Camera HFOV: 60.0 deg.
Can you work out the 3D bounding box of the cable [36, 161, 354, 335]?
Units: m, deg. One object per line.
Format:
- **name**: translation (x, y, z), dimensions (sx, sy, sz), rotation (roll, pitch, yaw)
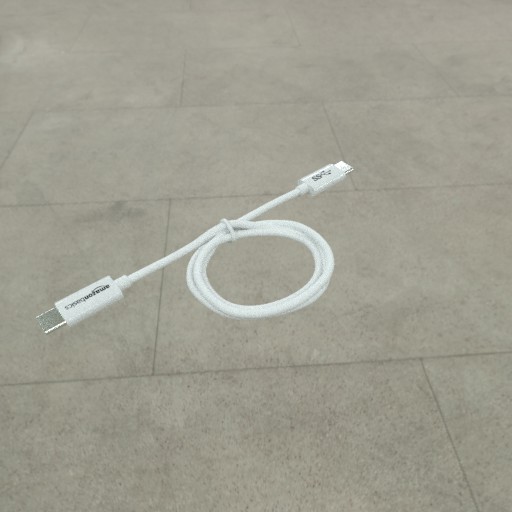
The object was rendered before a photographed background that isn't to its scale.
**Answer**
- **cable**: translation (0.000, 0.000, 0.209), dimensions (0.186, 0.014, 0.070), rotation (-30, 53, -27)
